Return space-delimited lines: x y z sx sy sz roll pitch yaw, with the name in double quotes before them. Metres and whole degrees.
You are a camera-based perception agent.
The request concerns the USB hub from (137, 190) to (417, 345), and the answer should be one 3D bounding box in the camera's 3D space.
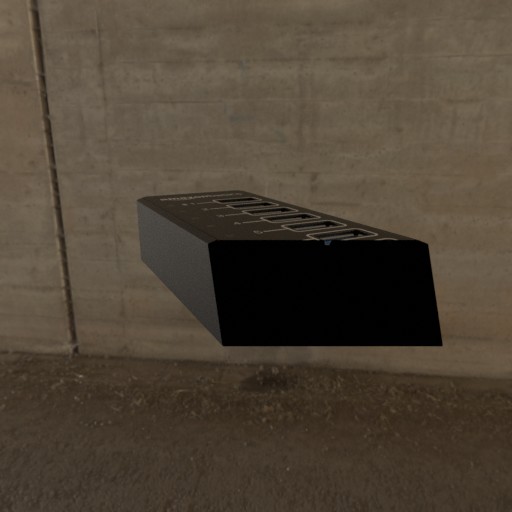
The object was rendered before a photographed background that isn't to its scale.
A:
"USB hub" 0.000 0.000 0.129 0.044 0.023 0.110 -8 18 -26
